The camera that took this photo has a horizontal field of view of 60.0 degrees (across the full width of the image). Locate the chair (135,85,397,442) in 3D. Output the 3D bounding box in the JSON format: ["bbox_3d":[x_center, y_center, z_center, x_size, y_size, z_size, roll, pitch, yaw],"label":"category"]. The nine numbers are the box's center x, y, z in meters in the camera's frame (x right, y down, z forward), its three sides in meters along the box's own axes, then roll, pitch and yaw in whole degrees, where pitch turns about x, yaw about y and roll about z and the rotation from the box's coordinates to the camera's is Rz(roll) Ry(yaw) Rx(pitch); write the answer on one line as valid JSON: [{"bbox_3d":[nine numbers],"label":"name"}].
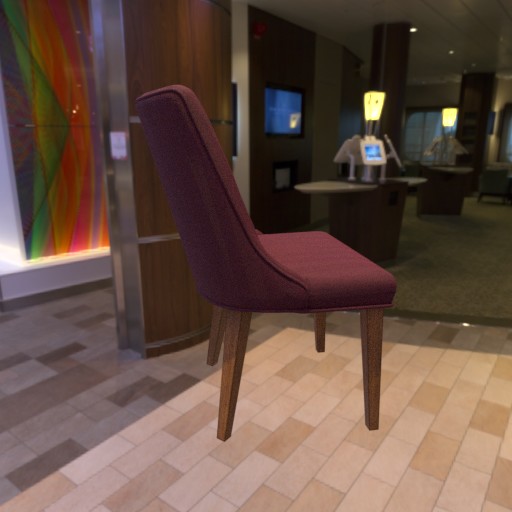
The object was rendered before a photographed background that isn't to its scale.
[{"bbox_3d":[0.000,0.000,1.326,0.638,0.916,0.548,-3,15,-10],"label":"chair"}]
